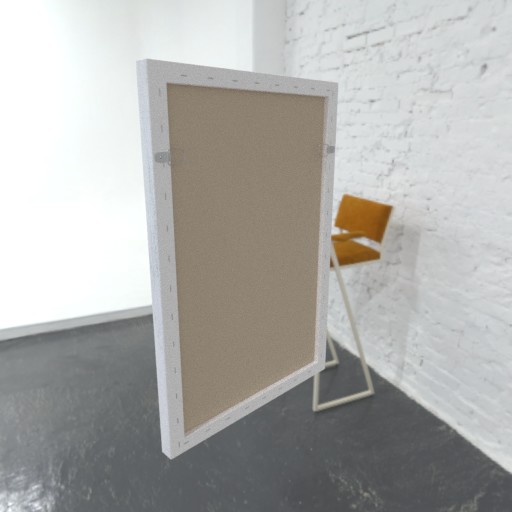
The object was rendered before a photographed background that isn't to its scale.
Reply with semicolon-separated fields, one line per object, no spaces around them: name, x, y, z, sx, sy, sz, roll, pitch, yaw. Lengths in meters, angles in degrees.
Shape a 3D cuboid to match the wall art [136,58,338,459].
wall art;0.000;0.000;1.193;0.624;0.914;0.043;-15;21;-42
